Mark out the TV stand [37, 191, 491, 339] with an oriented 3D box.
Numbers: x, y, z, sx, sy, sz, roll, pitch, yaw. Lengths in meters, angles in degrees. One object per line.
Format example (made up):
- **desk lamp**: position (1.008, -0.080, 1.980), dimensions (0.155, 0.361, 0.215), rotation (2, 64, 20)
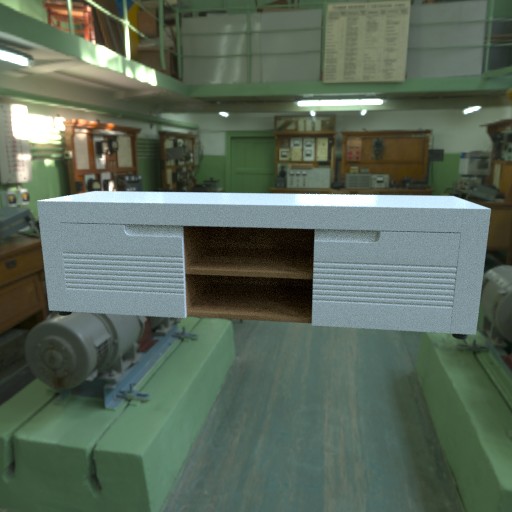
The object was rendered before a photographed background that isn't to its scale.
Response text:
- **TV stand**: position (0.000, 0.000, 1.698), dimensions (1.500, 0.440, 0.410), rotation (2, 13, 9)
